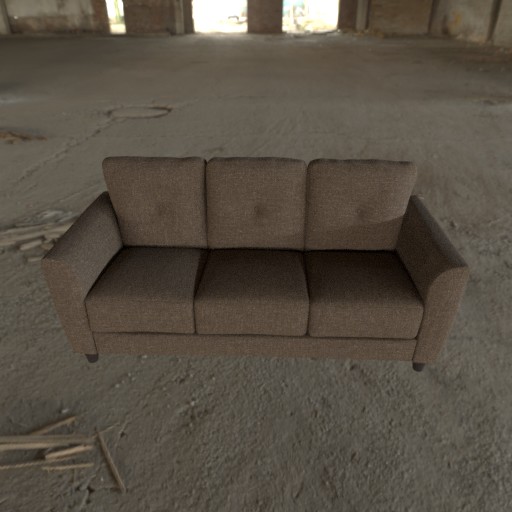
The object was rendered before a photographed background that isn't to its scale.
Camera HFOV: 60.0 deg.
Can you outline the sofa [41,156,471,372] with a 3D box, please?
[{"bbox_3d":[0.000,0.000,2.314,1.847,0.891,0.837,1,29,2],"label":"sofa"}]
